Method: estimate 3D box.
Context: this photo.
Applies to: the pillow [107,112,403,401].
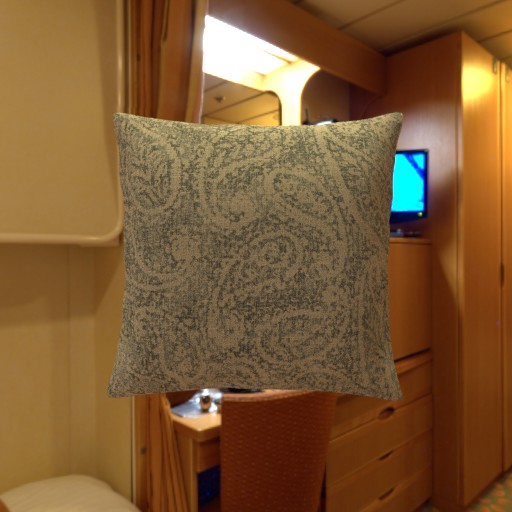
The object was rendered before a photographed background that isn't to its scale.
[{"bbox_3d":[0.000,0.000,0.786,0.523,0.510,0.166,0,0,0],"label":"pillow"}]
